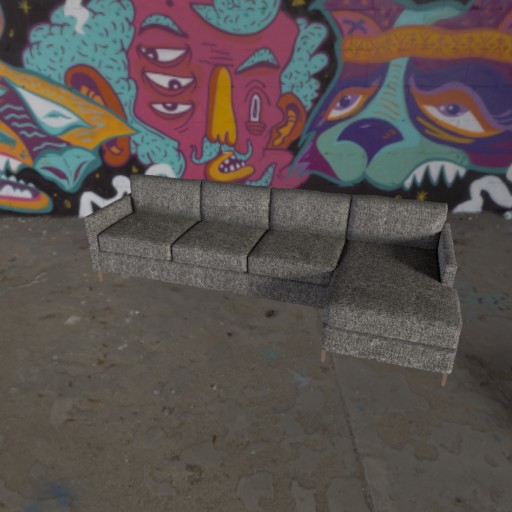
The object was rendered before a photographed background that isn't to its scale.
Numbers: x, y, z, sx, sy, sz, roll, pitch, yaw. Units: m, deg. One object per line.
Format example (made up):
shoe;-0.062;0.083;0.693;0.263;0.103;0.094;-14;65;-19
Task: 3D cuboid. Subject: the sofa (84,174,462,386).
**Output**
sofa;0.000;0.000;4.053;3.384;0.970;1.488;8;27;16
